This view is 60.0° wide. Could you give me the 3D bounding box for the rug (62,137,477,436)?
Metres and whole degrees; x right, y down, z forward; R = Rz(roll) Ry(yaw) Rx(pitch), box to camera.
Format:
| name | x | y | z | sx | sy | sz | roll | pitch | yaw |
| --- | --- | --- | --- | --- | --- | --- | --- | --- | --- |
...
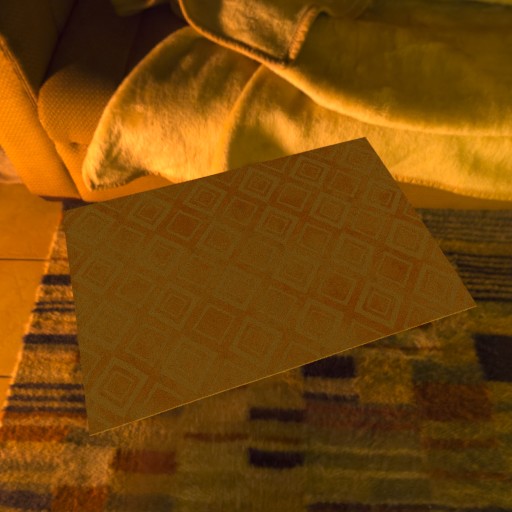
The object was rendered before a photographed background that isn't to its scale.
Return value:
| name | x | y | z | sx | sy | sz | roll | pitch | yaw |
| --- | --- | --- | --- | --- | --- | --- | --- | --- | --- |
| rug | 0.000 | 0.000 | 2.261 | 1.829 | 0.010 | 1.213 | -16 | 59 | -10 |
